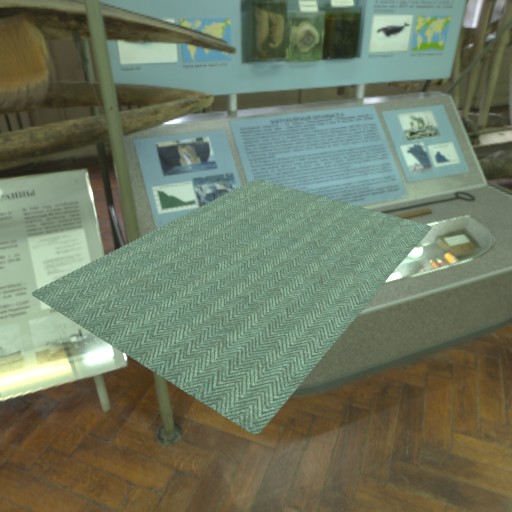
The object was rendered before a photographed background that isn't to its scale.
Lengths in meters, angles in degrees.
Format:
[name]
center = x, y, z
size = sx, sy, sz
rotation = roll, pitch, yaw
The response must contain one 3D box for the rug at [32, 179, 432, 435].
[rug]
center = 0.000, 0.000, 5.215
size = 2.894, 0.011, 3.957
rotation = 21, 37, 30
